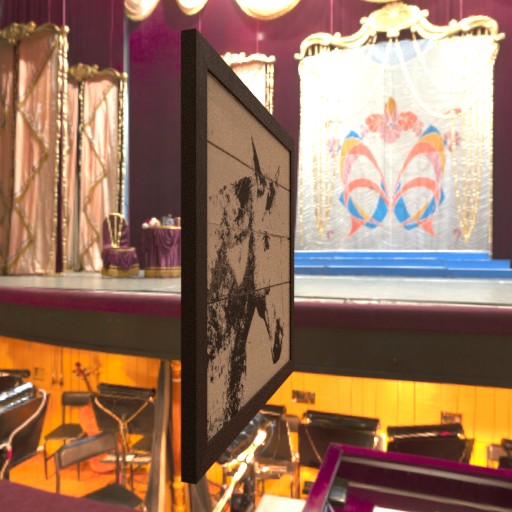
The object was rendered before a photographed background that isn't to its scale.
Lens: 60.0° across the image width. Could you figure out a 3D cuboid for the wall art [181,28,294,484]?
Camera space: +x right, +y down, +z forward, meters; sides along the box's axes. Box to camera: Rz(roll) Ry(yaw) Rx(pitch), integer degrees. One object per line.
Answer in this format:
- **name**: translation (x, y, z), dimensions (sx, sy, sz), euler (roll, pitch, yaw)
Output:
- **wall art**: translation (0.000, 0.000, 1.476), dimensions (0.038, 1.016, 1.016), euler (0, 0, 17)
